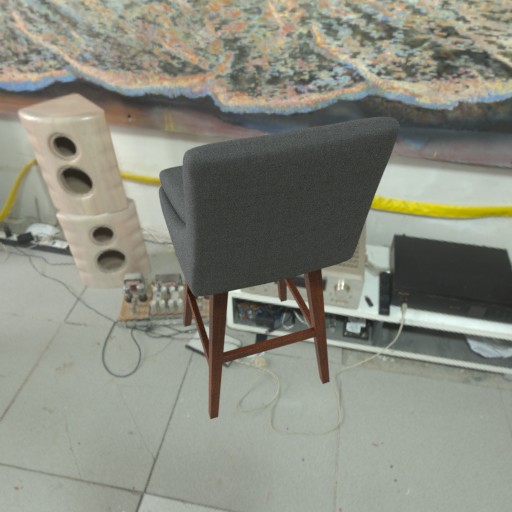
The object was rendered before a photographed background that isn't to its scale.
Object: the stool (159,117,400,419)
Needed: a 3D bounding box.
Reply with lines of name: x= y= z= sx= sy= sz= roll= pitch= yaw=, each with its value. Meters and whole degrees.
stool: x=0.000 y=0.000 z=1.254 sx=0.447 sy=0.977 sz=0.524 roll=-13 pitch=44 yaw=-14
